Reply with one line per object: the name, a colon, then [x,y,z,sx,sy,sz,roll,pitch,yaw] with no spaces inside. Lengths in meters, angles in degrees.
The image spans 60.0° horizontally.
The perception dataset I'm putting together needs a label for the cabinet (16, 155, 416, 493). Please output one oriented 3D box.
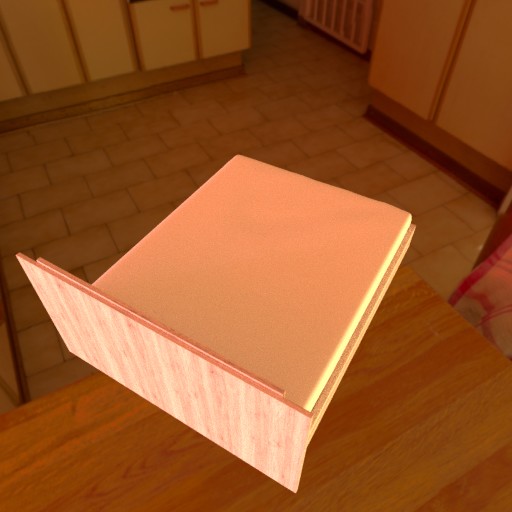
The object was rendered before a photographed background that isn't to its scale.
cabinet: [0.000,0.000,3.015,1.750,0.970,2.080,23,50,21]
